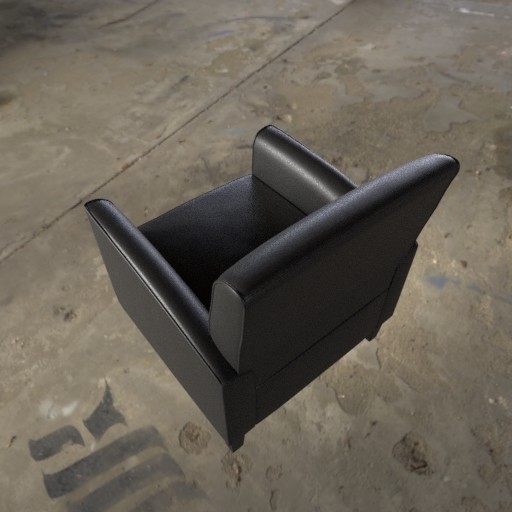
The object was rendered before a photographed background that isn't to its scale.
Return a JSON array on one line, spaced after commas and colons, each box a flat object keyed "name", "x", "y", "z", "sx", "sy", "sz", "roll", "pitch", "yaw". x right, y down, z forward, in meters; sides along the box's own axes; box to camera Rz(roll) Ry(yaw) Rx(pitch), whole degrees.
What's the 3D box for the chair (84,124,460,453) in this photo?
[{"name": "chair", "x": 0.000, "y": 0.000, "z": 1.533, "sx": 0.820, "sy": 0.916, "sz": 0.819, "roll": -30, "pitch": 53, "yaw": -26}]
